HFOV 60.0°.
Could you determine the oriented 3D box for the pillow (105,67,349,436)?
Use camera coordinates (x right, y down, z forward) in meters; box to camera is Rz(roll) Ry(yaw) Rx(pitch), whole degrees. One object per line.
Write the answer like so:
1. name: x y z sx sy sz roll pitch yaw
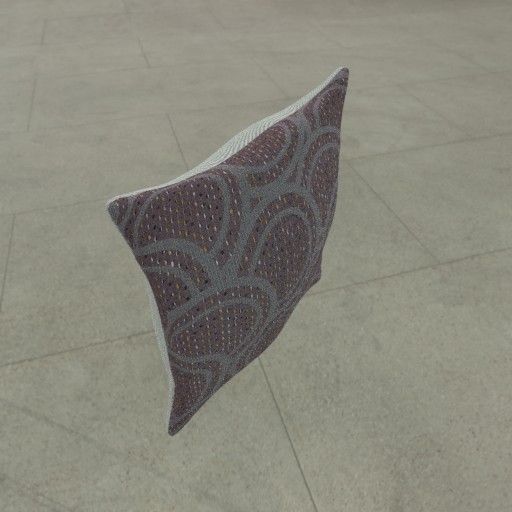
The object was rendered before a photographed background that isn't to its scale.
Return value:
1. pillow: 0.000 0.000 0.783 0.163 0.513 0.514 27 48 27
